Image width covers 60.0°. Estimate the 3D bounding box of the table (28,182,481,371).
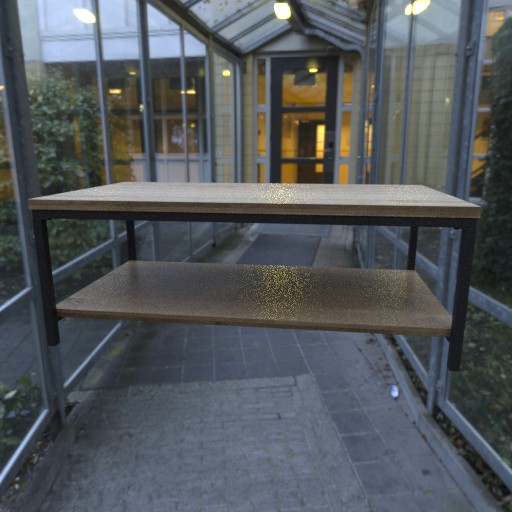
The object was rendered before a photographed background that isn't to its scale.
[{"bbox_3d":[0.000,0.000,1.349,1.062,0.393,0.574,2,14,7],"label":"table"}]
